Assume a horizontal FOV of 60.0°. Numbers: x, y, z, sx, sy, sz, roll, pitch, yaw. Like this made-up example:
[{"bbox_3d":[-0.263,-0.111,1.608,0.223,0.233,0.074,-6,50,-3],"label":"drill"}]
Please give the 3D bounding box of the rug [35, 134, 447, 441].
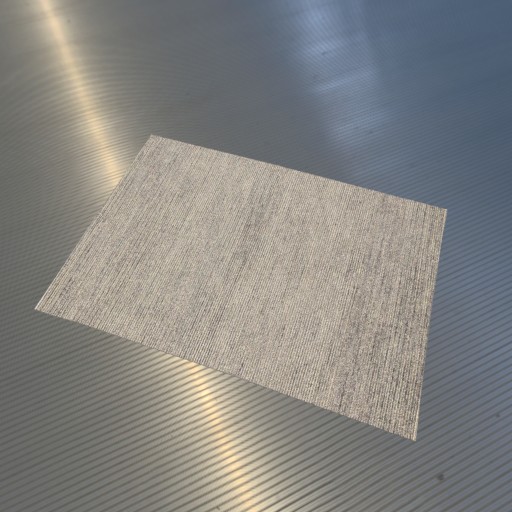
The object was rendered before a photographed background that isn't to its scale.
[{"bbox_3d":[0.000,0.000,2.894,2.307,0.030,1.604,16,60,10],"label":"rug"}]
